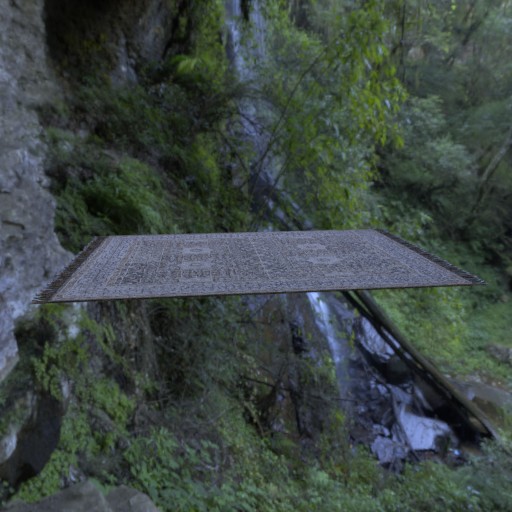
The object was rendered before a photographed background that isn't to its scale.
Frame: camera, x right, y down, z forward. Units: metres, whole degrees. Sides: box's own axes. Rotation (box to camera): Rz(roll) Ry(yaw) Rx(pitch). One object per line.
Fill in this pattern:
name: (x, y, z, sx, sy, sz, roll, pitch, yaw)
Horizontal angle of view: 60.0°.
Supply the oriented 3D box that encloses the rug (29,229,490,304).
rug: (0.000, 0.000, 2.502, 2.029, 0.010, 1.237, -2, 15, -7)
